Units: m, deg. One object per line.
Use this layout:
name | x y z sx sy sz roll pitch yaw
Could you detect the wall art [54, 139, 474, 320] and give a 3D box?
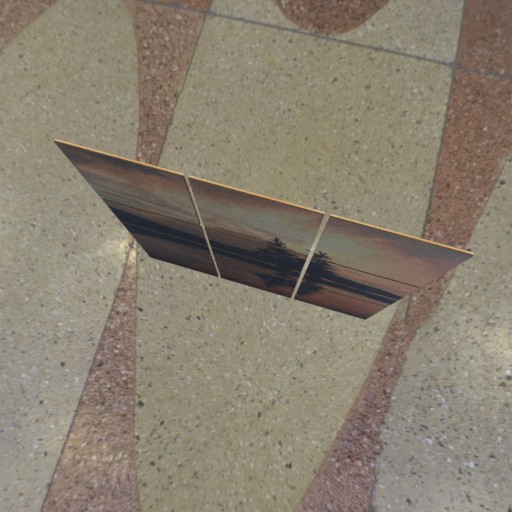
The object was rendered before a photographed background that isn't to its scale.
wall art | 0.000 0.000 2.275 1.520 1.525 0.013 16 74 5
